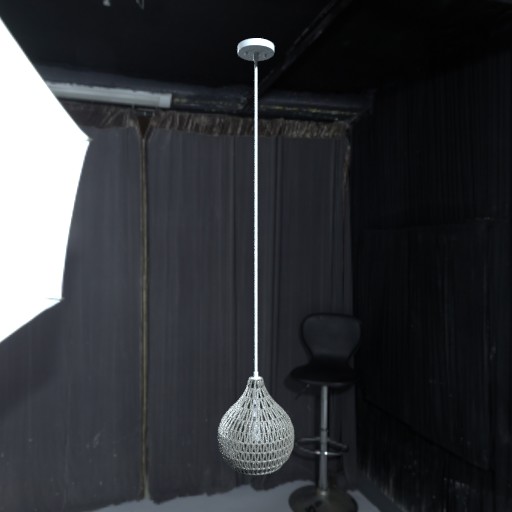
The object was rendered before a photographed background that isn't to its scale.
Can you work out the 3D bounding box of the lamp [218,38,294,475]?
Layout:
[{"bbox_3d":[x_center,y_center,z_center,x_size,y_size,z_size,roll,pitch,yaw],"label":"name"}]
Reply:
[{"bbox_3d":[0.000,0.000,2.051,0.355,1.919,0.355,0,1,-17],"label":"lamp"}]
